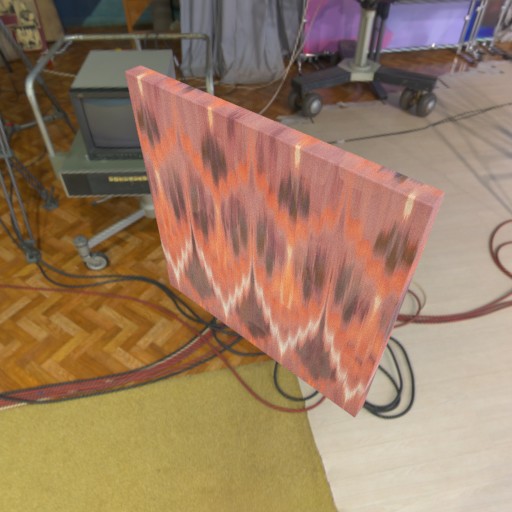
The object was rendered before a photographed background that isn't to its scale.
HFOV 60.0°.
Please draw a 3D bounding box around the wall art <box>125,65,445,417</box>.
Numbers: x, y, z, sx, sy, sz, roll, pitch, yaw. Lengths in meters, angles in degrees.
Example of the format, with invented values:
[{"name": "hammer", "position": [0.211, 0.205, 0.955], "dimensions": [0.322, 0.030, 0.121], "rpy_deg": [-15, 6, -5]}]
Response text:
[{"name": "wall art", "position": [0.000, 0.000, 0.911], "dimensions": [0.603, 0.609, 0.037], "rpy_deg": [31, 54, 26]}]
